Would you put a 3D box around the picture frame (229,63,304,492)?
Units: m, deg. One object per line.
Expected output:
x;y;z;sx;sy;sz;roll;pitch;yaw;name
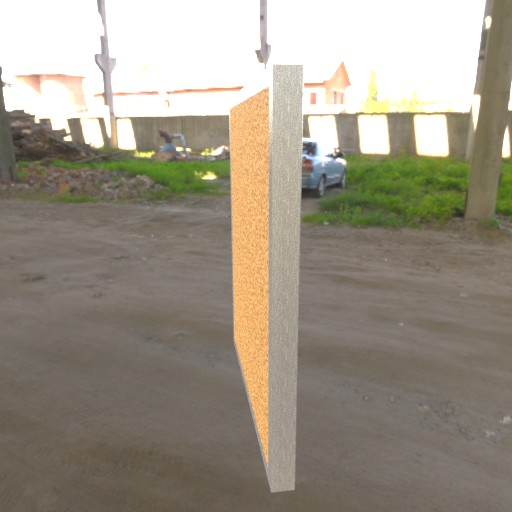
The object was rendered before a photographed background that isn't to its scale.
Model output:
0.000;0.000;0.530;0.027;0.378;0.327;-2;15;-9;picture frame
